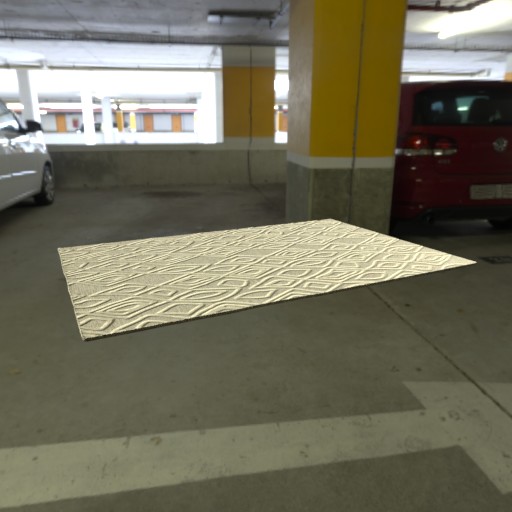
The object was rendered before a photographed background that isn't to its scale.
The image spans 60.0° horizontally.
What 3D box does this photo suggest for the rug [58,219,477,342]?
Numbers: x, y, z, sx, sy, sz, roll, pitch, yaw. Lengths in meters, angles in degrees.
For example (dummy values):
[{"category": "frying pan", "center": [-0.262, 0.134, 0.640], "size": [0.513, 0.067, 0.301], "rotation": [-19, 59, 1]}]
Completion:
[{"category": "rug", "center": [0.000, 0.000, 2.306], "size": [1.832, 0.016, 1.224], "rotation": [-8, 18, -26]}]
